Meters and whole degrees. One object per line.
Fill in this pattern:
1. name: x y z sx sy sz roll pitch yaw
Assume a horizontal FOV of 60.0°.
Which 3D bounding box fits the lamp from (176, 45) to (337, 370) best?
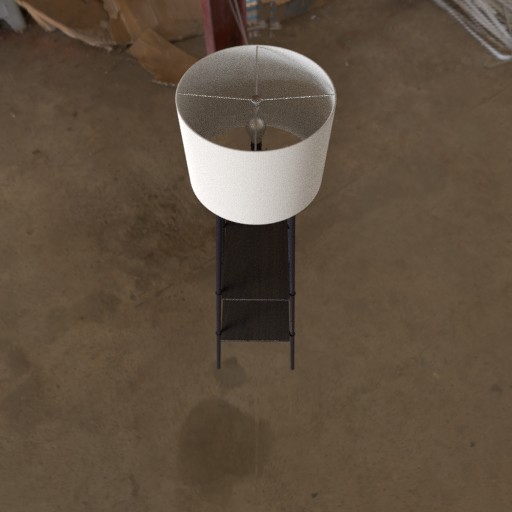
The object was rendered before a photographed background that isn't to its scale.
1. lamp: 0.000 0.000 1.668 0.384 1.474 0.427 1 59 0
